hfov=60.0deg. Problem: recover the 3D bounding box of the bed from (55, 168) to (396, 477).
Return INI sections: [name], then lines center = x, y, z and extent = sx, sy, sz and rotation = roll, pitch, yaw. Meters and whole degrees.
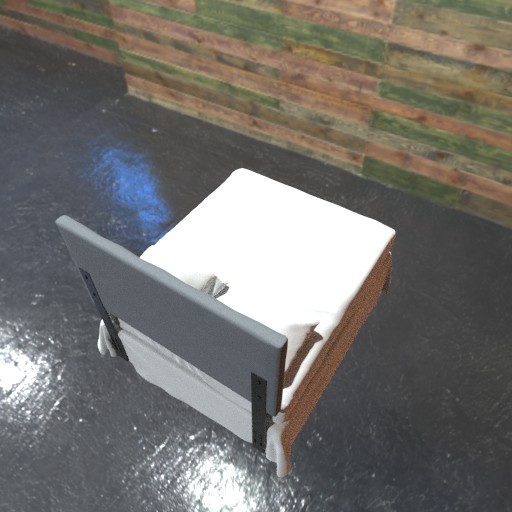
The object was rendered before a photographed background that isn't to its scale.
[bed]
center = 0.000, 0.000, 3.561
extent = 1.936, 1.577, 2.222
rotation = 26, 53, 21
